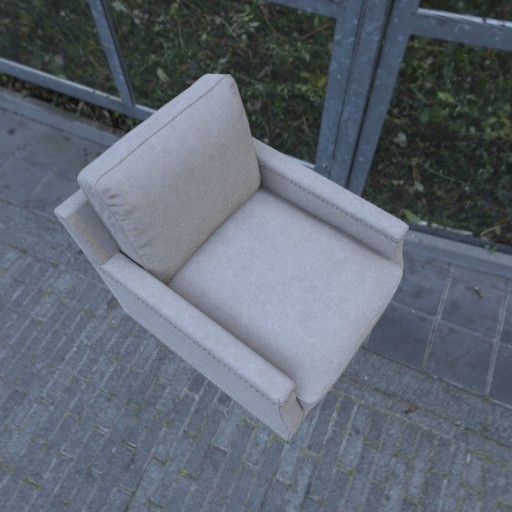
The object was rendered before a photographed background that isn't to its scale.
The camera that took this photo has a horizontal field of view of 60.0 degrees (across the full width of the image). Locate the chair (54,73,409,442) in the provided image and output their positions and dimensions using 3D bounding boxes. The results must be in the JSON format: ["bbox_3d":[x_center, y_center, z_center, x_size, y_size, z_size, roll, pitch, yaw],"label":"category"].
[{"bbox_3d":[0.000,0.000,1.721,1.014,0.943,0.853,33,64,18],"label":"chair"}]
